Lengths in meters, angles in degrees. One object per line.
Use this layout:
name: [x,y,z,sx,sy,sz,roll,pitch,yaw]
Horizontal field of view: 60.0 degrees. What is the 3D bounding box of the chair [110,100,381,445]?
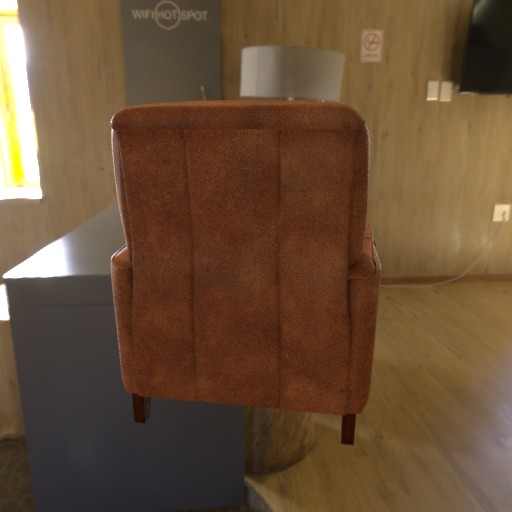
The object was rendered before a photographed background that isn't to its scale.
chair: [0.000,0.000,1.645,0.843,1.043,0.836,2,15,9]
